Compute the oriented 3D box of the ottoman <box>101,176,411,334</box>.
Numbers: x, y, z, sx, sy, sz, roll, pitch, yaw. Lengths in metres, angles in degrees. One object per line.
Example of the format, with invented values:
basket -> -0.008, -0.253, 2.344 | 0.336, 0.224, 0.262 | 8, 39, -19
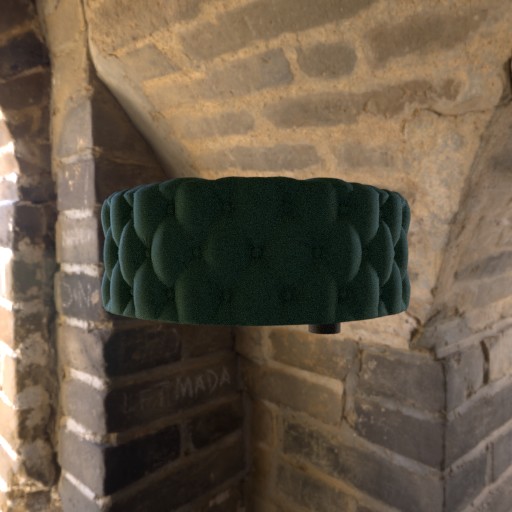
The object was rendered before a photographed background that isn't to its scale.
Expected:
ottoman -> 0.000, 0.000, 1.508 | 0.998, 0.399, 0.998 | 0, 0, 0
